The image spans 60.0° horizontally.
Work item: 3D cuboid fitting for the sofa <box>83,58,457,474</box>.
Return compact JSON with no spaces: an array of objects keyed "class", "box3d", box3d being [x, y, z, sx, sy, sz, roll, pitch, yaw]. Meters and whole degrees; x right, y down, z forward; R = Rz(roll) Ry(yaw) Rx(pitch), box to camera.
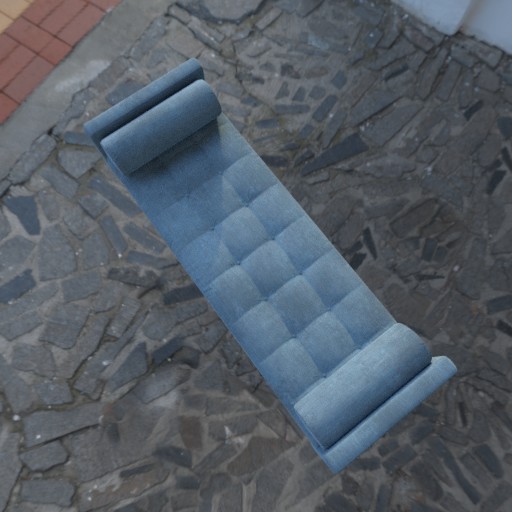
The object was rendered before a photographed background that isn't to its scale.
[{"class":"sofa","box3d":[0.000,0.000,2.323,0.686,0.635,1.981,-36,78,-9]}]
